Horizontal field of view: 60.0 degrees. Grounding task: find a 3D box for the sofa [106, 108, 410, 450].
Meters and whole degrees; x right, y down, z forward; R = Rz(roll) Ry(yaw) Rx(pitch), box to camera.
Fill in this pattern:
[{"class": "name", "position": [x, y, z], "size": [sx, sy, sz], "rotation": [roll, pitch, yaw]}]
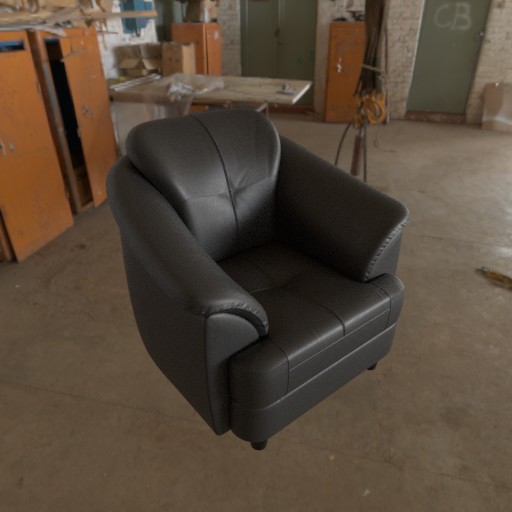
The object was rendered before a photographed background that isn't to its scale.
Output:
[{"class": "sofa", "position": [0.000, 0.000, 1.481], "size": [0.870, 0.811, 0.794], "rotation": [-22, 36, -34]}]
